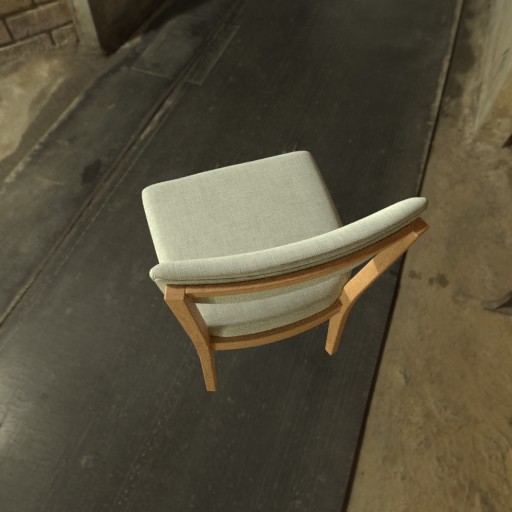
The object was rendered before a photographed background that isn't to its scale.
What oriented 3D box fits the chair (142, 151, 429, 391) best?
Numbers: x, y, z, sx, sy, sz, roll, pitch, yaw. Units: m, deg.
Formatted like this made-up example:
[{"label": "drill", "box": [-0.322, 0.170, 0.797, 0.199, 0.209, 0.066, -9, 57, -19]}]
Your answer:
[{"label": "chair", "box": [0.000, 0.000, 1.177, 0.508, 0.832, 0.572, -15, 60, -9]}]
